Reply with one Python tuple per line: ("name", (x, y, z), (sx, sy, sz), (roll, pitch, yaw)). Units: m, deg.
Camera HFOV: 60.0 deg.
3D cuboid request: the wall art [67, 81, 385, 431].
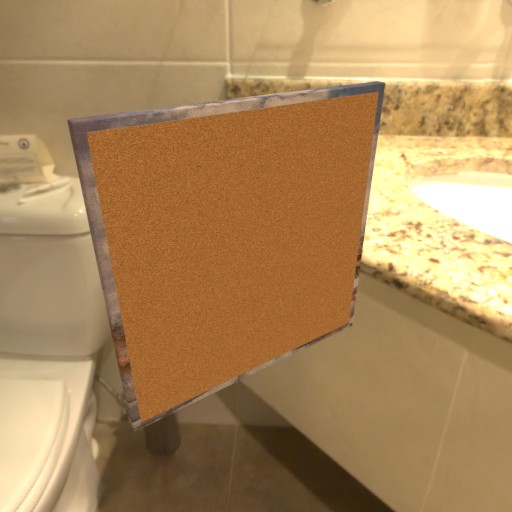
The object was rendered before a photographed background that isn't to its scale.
("wall art", (0.000, 0.000, 1.310), (0.888, 0.897, 0.035), (-18, 35, -29))
